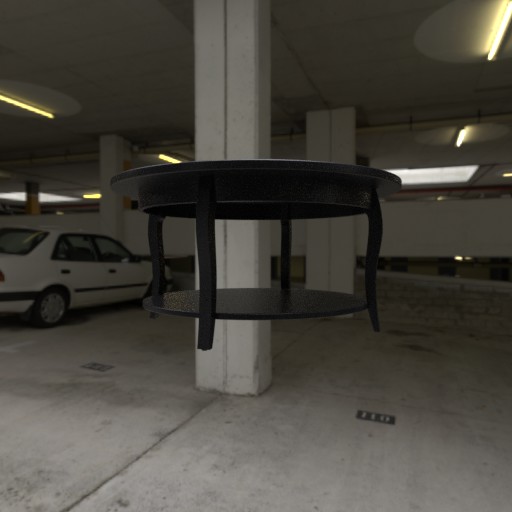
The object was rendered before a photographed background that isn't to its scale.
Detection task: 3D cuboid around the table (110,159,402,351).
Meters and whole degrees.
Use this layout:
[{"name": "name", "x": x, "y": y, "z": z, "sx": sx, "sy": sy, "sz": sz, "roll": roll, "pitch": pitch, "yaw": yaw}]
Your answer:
[{"name": "table", "x": 0.000, "y": 0.000, "z": 1.467, "sx": 0.914, "sy": 0.457, "sz": 0.914, "roll": 0, "pitch": 1, "yaw": 0}]
